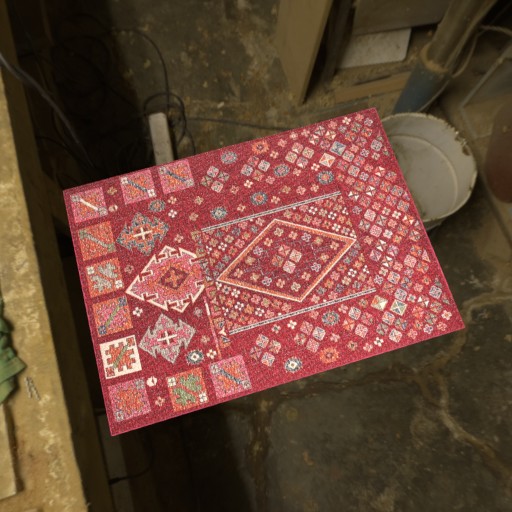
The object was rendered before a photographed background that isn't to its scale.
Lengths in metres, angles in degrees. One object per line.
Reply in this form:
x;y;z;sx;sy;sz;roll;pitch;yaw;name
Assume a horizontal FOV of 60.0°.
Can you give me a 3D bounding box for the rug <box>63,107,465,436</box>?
0.000;0.000;2.802;2.184;0.007;1.579;-16;76;-4;rug
